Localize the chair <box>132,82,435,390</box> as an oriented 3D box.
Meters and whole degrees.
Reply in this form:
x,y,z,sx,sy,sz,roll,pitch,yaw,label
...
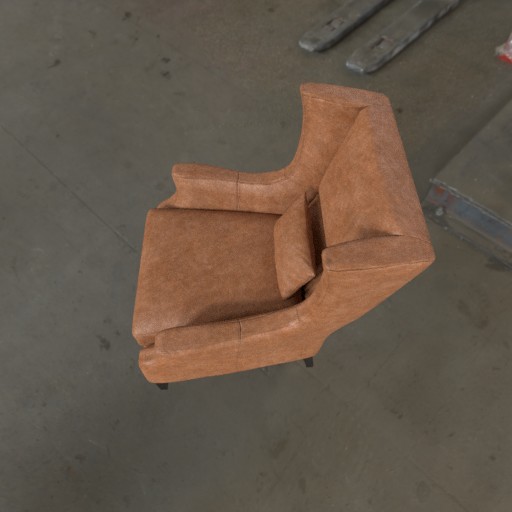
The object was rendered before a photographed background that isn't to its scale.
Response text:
x,y,z,sx,sy,sz,roll,pitch,yaw,label
0.000,0.000,1.722,0.926,1.016,0.853,-1,57,-1,chair
